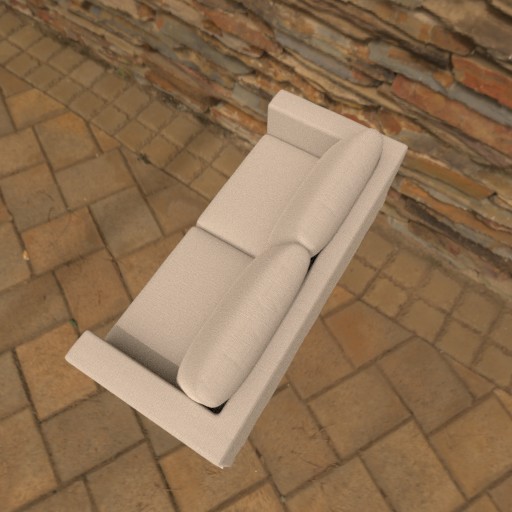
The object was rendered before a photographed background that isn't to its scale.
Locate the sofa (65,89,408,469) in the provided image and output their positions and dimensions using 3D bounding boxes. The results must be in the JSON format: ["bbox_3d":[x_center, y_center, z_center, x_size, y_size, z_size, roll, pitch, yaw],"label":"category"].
[{"bbox_3d":[0.000,0.000,2.668,0.954,0.881,2.163,29,68,13],"label":"sofa"}]
